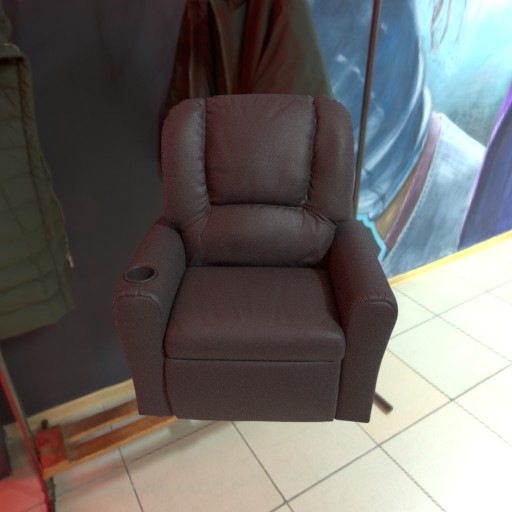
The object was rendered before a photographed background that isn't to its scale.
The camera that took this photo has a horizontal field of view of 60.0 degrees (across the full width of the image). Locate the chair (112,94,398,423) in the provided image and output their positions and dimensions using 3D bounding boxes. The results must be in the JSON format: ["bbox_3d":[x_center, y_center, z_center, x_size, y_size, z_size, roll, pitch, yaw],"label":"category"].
[{"bbox_3d":[0.000,0.000,1.119,0.610,0.709,0.521,1,30,1],"label":"chair"}]
